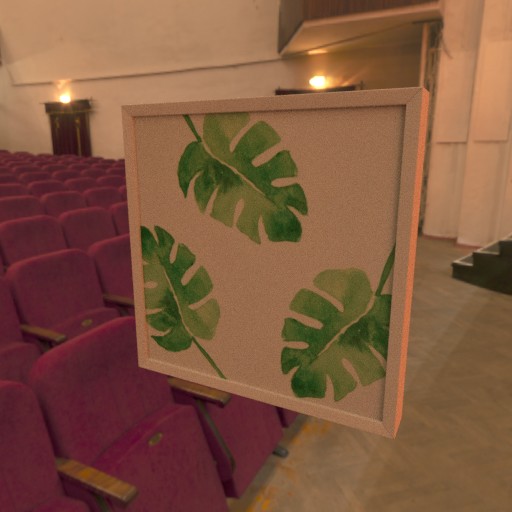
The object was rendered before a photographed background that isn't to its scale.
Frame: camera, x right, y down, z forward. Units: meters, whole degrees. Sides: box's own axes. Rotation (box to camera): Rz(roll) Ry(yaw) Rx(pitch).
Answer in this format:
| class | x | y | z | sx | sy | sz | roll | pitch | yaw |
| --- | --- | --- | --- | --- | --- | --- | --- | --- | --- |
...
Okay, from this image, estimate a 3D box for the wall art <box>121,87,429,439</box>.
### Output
| class | x | y | z | sx | sy | sz | roll | pitch | yaw |
| --- | --- | --- | --- | --- | --- | --- | --- | --- | --- |
| wall art | 0.000 | 0.000 | 0.455 | 0.305 | 0.305 | 0.038 | 7 | 15 | 27 |
